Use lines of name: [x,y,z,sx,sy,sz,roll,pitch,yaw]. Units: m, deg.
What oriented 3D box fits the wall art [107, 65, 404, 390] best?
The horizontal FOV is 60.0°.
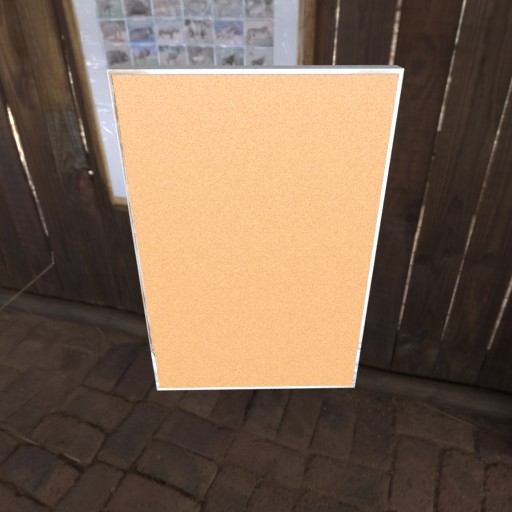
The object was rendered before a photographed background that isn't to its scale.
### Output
wall art: [0.000,0.000,0.768,0.403,0.607,0.036,-1,30,-1]
